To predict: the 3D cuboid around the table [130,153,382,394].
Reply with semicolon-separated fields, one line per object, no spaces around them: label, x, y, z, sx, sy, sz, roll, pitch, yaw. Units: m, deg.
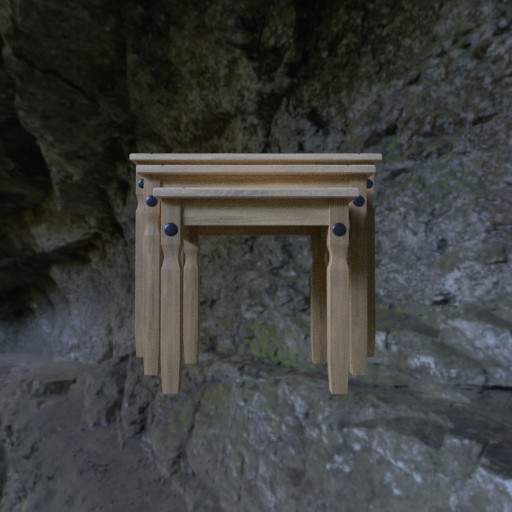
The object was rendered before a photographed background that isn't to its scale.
table;0.000;0.000;1.201;0.660;0.535;0.773;0;-1;0
